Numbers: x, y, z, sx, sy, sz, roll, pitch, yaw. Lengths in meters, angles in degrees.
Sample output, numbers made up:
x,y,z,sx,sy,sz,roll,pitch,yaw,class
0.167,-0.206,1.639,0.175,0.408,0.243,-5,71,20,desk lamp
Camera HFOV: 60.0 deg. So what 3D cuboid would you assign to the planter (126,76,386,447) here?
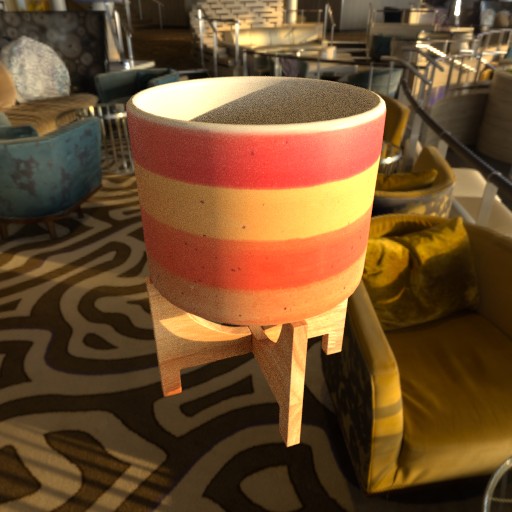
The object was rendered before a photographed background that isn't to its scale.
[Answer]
x,y,z,sx,sy,sz,roll,pitch,yaw,class
0.000,0.000,0.545,0.269,0.379,0.269,0,30,0,planter
